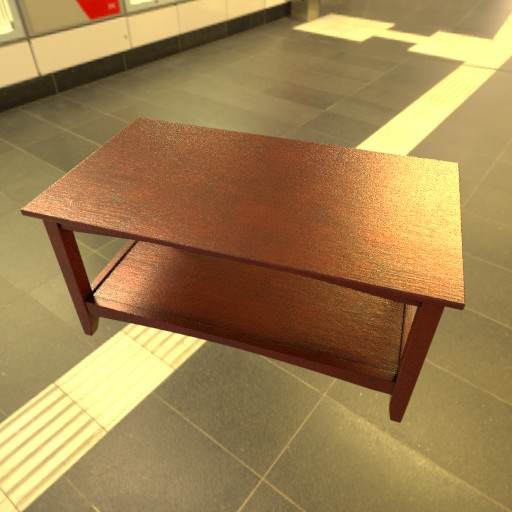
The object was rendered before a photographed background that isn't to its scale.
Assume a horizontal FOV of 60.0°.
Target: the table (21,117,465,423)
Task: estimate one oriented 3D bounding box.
[{"bbox_3d":[0.000,0.000,1.224,0.943,0.456,0.533,12,42,14],"label":"table"}]
